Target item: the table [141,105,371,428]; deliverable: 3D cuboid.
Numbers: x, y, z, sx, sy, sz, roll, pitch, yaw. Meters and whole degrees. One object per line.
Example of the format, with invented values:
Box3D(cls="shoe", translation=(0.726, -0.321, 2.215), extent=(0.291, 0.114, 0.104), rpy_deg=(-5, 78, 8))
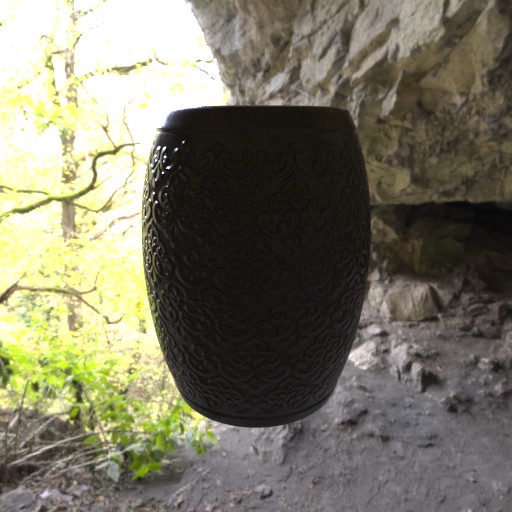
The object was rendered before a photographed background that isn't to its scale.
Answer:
Box3D(cls="table", translation=(0.000, 0.000, 0.623), extent=(0.309, 0.397, 0.309), rpy_deg=(0, 17, 0))
